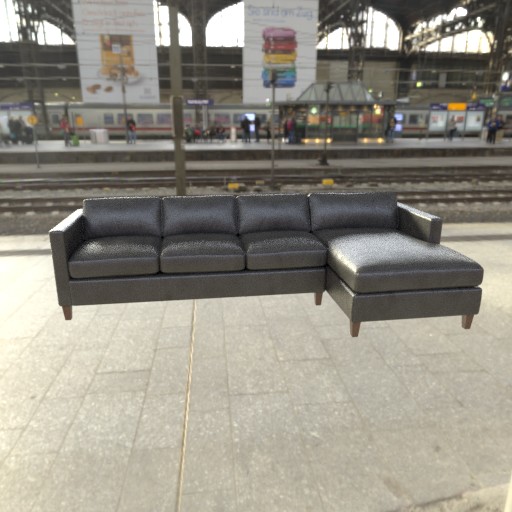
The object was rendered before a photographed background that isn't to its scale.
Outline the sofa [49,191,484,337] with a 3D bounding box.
[{"bbox_3d":[0.000,0.000,3.767,3.203,0.883,1.581,-2,17,-8],"label":"sofa"}]
